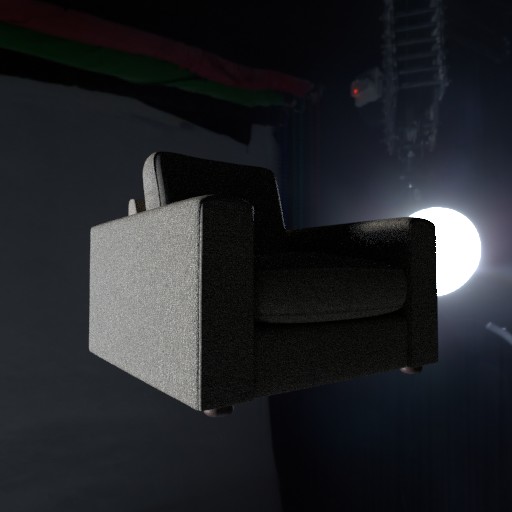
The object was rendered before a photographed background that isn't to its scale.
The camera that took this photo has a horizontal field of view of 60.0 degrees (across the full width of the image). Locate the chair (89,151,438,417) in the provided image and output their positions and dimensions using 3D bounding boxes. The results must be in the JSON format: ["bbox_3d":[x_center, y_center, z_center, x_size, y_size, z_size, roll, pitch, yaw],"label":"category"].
[{"bbox_3d":[0.000,0.000,1.739,1.005,0.873,1.016,1,-2,-35],"label":"chair"}]
